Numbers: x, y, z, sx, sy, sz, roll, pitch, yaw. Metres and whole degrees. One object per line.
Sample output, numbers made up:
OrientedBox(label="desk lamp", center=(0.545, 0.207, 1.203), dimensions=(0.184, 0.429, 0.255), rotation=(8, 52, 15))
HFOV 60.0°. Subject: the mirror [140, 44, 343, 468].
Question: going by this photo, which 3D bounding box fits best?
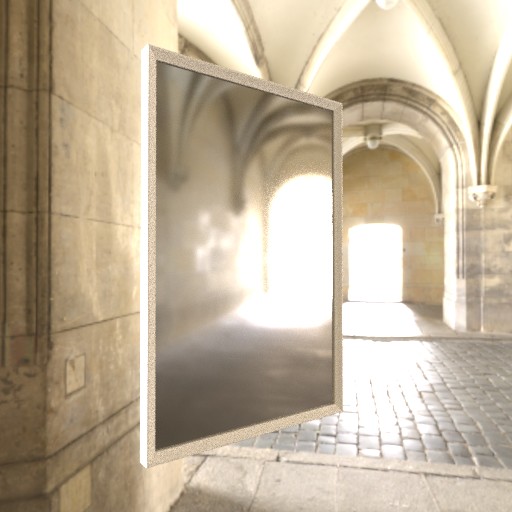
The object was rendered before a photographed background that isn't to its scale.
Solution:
OrientedBox(label="mirror", center=(0.000, 0.000, 1.151), dimensions=(0.609, 0.915, 0.041), rotation=(1, -1, -36))
